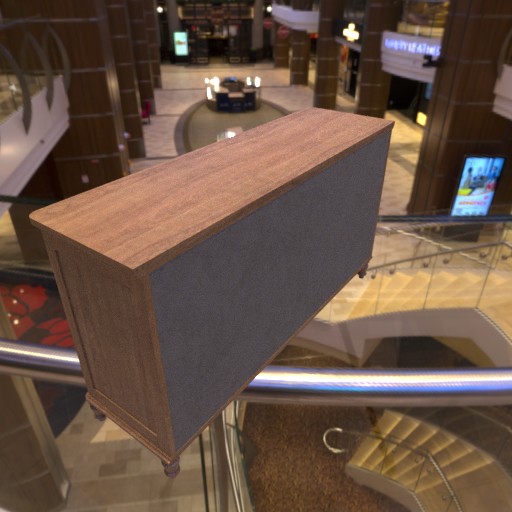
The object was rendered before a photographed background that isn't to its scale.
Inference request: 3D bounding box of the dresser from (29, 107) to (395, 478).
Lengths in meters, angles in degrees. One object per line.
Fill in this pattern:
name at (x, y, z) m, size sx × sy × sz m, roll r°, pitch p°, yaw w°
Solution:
dresser at (0.000, 0.000, 1.916) m, size 0.468 × 0.892 × 1.583 m, roll 21°, pitch 38°, yaw 30°
